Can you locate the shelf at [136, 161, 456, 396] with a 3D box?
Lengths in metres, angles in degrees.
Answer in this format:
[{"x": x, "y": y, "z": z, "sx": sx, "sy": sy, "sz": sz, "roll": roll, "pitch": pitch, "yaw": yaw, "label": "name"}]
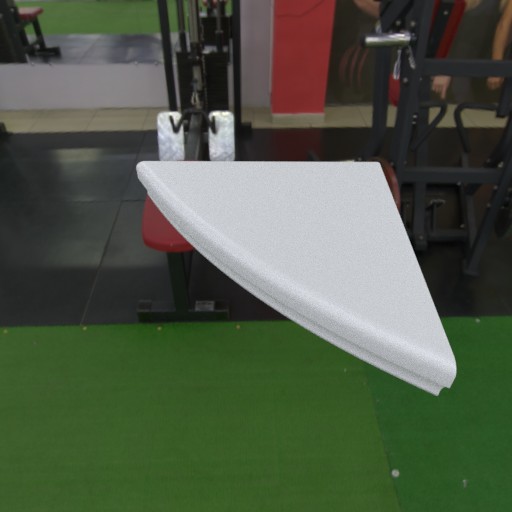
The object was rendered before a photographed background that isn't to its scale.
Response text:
[{"x": 0.000, "y": 0.000, "z": 0.461, "sx": 0.310, "sy": 0.050, "sz": 0.310, "roll": 0, "pitch": 41, "yaw": 0, "label": "shelf"}]
